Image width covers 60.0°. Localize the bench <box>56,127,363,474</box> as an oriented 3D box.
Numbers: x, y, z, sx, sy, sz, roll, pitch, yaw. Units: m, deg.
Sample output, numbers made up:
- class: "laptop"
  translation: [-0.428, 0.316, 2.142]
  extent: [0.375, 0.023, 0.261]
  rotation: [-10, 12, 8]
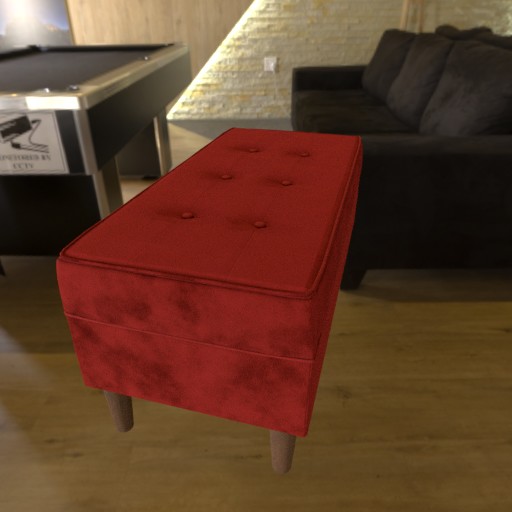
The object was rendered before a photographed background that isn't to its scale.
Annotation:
- class: "bench"
  translation: [0.000, 0.000, 1.256]
  extent: [0.492, 0.471, 1.016]
  rotation: [8, 31, 14]
